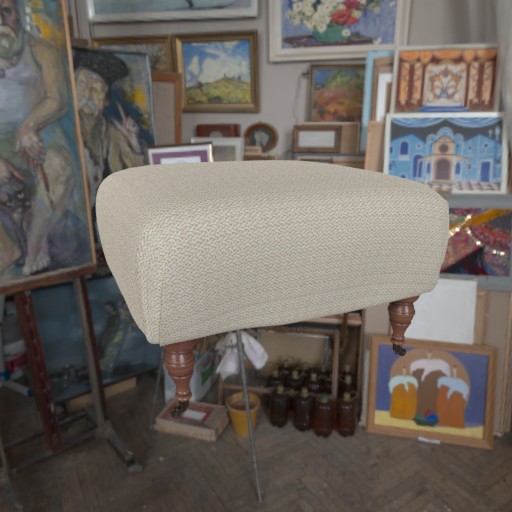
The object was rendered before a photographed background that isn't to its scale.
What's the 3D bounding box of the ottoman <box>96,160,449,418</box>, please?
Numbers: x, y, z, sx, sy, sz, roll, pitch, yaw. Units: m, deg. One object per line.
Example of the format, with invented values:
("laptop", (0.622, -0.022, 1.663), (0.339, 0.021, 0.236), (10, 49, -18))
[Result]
("ottoman", (0.000, 0.000, 1.082), (0.684, 0.447, 0.622), (-8, 18, -24))
